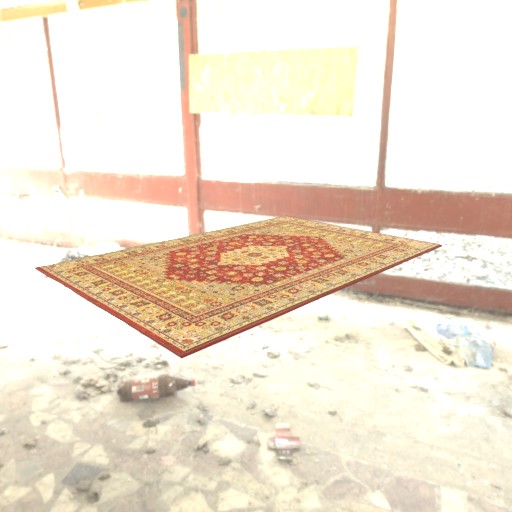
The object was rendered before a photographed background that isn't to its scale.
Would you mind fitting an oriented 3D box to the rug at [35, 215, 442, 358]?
[{"bbox_3d":[0.000,0.000,2.323,1.802,0.013,1.194,-16,23,-42],"label":"rug"}]
